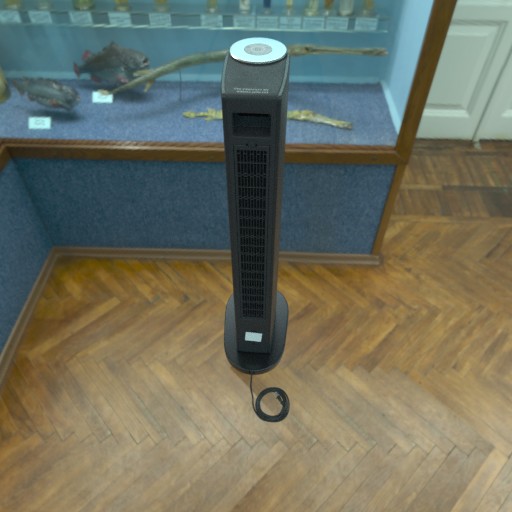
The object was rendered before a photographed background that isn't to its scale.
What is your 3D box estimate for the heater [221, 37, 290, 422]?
[{"bbox_3d":[0.000,0.000,1.052,0.214,0.856,0.458,3,48,3],"label":"heater"}]
